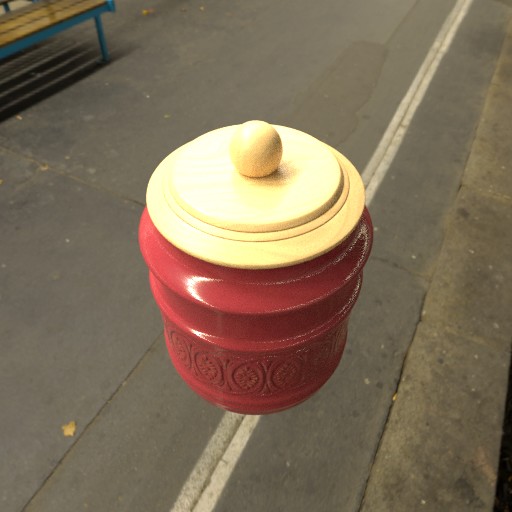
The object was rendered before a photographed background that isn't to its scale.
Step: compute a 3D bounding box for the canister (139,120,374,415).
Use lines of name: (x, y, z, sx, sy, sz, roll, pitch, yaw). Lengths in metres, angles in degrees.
canister: (0.000, 0.000, 0.270, 0.130, 0.176, 0.130, 0, 47, 0)
